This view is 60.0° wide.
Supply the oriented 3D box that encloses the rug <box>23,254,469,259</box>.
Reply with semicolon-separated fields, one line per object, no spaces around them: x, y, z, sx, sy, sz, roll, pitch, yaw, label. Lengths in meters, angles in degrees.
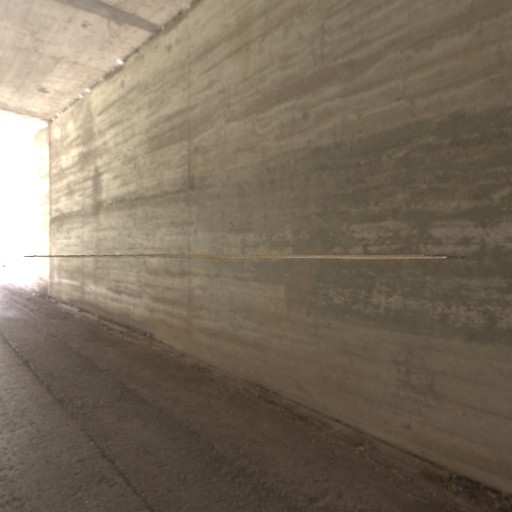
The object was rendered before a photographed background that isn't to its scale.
0.000;0.000;2.309;1.861;0.017;1.218;0;1;17;rug
